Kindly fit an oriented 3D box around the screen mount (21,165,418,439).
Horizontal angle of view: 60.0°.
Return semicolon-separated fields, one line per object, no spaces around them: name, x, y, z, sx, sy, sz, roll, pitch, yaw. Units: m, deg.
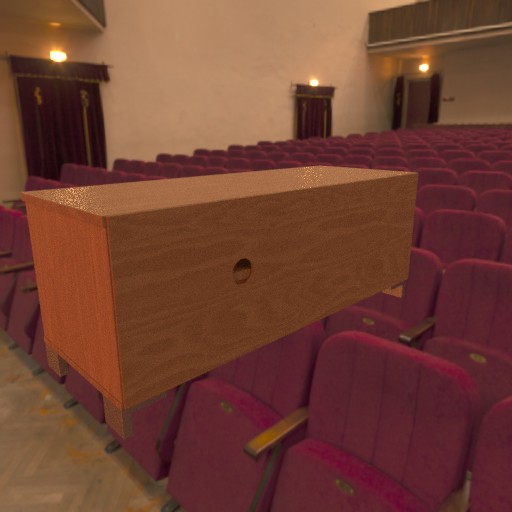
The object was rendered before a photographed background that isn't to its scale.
screen mount;0.000;0.000;1.279;1.084;0.432;0.406;-15;22;-42
